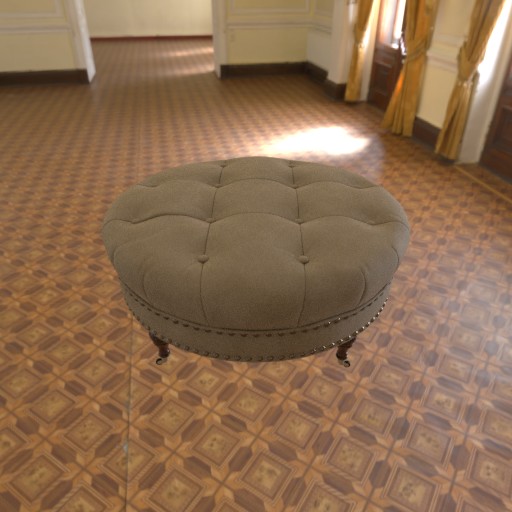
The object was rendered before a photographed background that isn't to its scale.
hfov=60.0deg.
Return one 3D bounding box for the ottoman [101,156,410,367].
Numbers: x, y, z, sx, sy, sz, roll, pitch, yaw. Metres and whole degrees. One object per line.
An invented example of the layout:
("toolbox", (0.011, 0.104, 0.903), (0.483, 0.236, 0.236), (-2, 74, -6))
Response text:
("ottoman", (0.000, 0.000, 1.425), (0.901, 0.439, 0.901), (0, 32, 0))
